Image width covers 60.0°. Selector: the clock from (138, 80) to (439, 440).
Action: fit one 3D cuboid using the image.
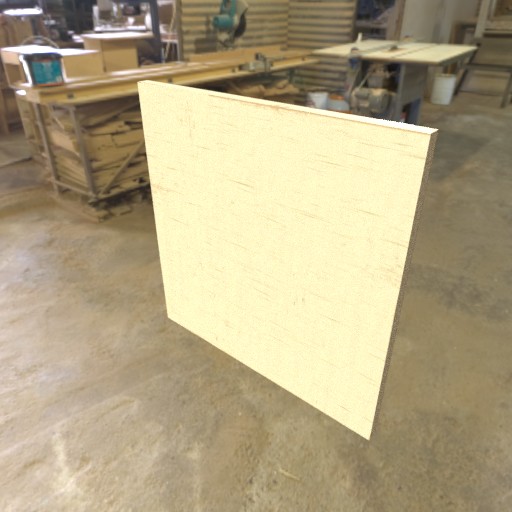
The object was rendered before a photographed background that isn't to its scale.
[{"bbox_3d":[0.000,0.000,1.044,0.705,0.705,0.032,23,38,33],"label":"clock"}]
